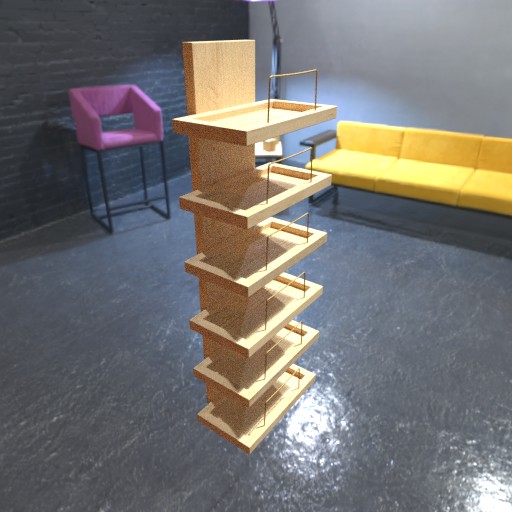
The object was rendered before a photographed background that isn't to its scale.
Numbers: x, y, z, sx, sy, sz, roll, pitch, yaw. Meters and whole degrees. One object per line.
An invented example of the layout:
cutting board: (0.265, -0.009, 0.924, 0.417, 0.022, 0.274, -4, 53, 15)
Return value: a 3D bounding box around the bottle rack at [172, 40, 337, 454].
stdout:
bottle rack: (0.000, 0.000, 1.084, 0.206, 0.943, 0.330, 19, 33, 32)
